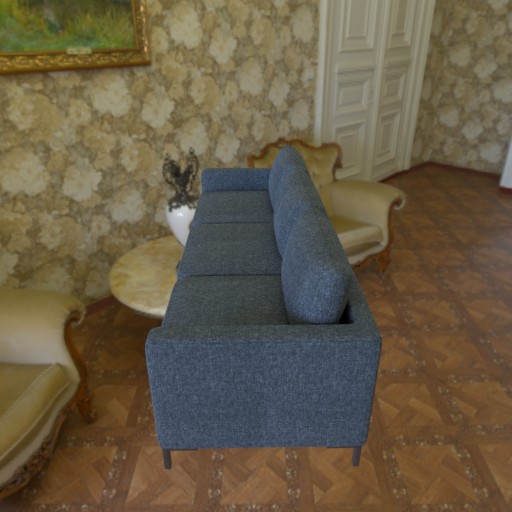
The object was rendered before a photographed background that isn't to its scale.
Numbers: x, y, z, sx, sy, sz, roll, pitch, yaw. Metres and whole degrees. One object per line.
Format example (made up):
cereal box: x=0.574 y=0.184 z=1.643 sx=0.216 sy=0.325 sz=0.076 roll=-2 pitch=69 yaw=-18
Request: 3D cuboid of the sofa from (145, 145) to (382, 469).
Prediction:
sofa: x=0.000 y=0.000 z=2.617 sx=0.859 sy=0.874 sz=2.218 roll=0 pitch=27 yaw=-1
